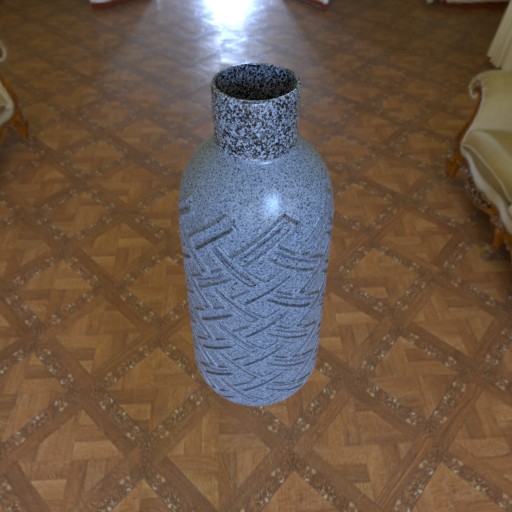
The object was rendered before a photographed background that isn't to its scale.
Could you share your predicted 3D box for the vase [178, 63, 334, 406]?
[{"bbox_3d":[0.000,0.000,0.350,0.122,0.282,0.122,0,46,0],"label":"vase"}]
